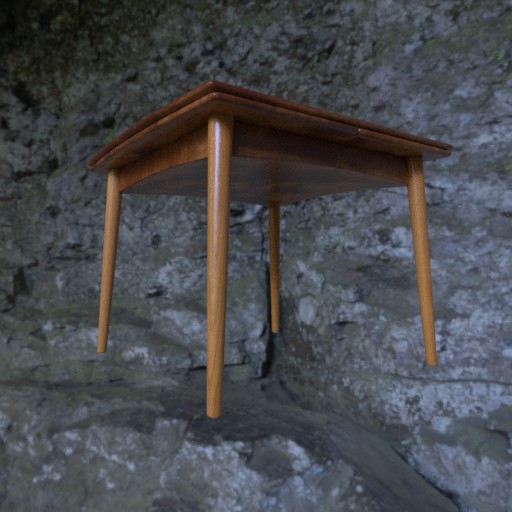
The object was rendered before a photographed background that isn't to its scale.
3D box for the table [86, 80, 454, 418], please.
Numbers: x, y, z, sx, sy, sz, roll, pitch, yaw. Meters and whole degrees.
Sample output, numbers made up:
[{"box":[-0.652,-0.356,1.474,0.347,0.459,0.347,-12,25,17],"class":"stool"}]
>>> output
[{"box":[0.000,0.000,1.623,0.991,0.754,0.991,0,-1,-35],"class":"table"}]
